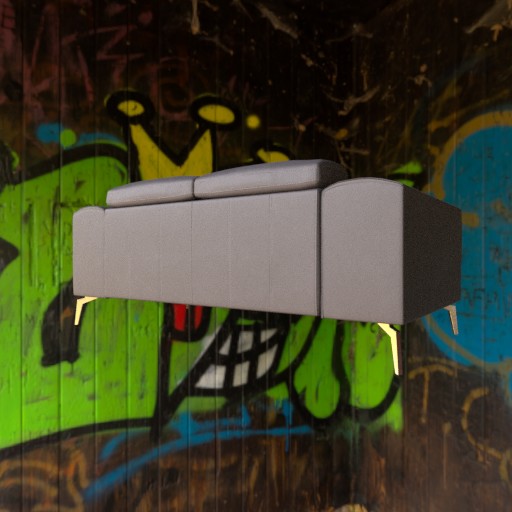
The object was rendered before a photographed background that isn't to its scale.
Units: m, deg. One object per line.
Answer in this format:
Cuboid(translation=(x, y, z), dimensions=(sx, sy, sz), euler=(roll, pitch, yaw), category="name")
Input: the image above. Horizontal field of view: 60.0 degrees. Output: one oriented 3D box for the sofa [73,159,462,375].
Cuboid(translation=(0.000, 0.000, 2.380), dimensions=(1.895, 0.779, 1.003), euler=(0, 0, 35), category="sofa")
